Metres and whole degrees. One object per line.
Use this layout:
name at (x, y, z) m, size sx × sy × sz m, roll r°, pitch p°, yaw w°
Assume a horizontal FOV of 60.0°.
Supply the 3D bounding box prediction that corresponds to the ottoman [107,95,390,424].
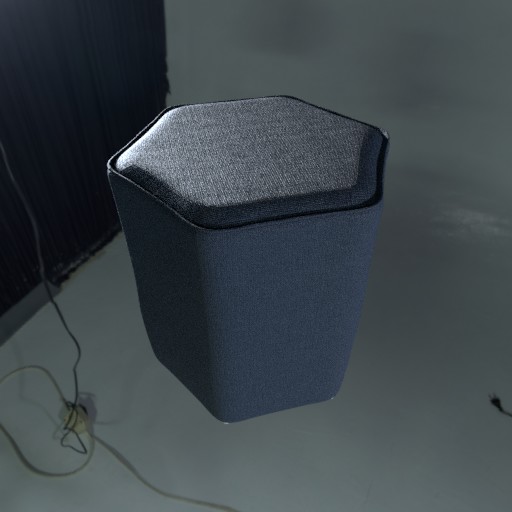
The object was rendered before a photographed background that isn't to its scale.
ottoman at (0.000, 0.000, 0.903) m, size 0.454 × 0.505 × 0.492 m, roll 13°, pitch 42°, yaw 15°
